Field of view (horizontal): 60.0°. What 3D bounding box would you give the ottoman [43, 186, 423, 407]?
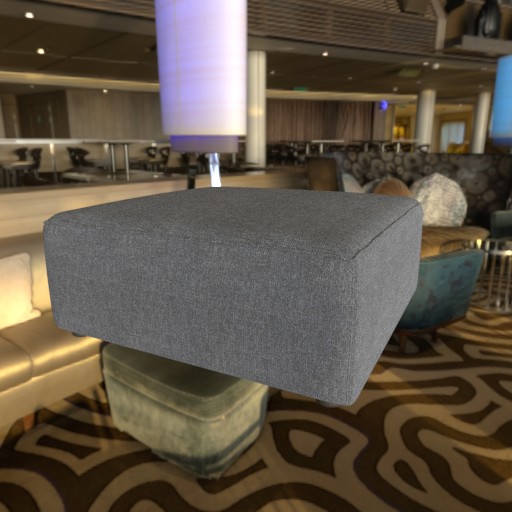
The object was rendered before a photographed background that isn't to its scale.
[{"bbox_3d":[0.000,0.000,1.584,1.000,0.439,1.000,7,16,27],"label":"ottoman"}]
